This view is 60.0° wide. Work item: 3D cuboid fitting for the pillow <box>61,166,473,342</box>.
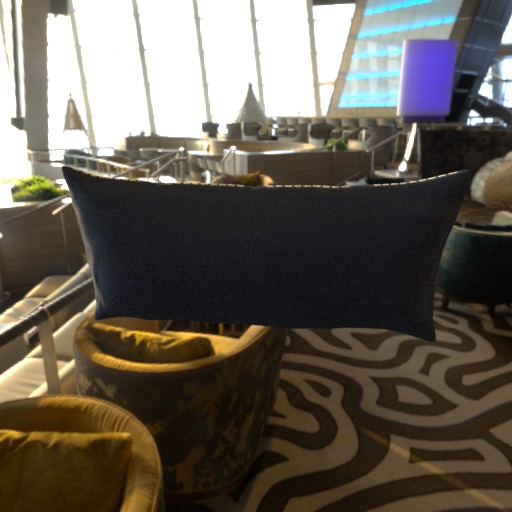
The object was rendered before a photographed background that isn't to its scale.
[{"bbox_3d":[0.000,0.000,0.719,0.608,0.292,0.156,2,18,7],"label":"pillow"}]
